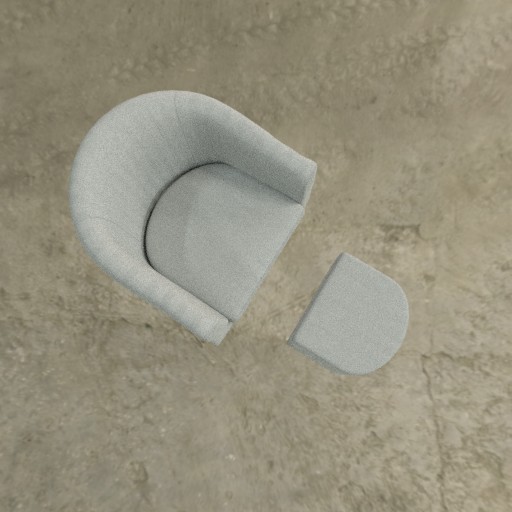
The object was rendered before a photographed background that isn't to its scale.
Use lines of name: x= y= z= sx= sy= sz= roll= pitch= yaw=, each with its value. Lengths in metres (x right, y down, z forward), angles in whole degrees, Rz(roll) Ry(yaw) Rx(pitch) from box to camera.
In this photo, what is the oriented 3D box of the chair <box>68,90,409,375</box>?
chair: x=0.000 y=0.000 z=1.728 sx=1.288 sy=0.757 sz=0.756 roll=31 pitch=78 yaw=7
